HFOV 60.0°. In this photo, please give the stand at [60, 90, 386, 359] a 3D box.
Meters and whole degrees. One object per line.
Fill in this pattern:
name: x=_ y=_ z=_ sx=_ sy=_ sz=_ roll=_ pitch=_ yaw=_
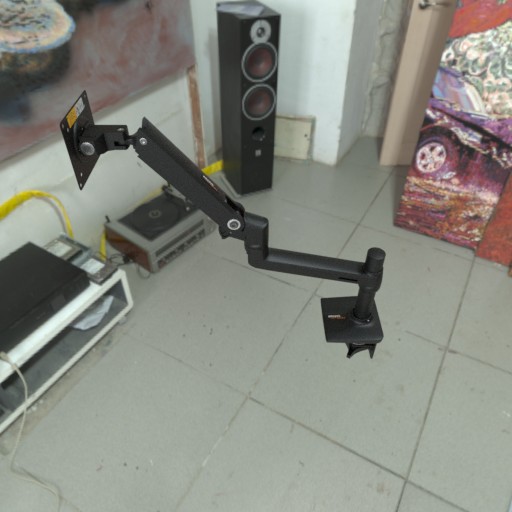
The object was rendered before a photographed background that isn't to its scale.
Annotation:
stand: x=0.000 y=0.000 z=1.021 sx=0.650 sy=0.713 sz=0.152 roll=0 pitch=42 yaw=0
